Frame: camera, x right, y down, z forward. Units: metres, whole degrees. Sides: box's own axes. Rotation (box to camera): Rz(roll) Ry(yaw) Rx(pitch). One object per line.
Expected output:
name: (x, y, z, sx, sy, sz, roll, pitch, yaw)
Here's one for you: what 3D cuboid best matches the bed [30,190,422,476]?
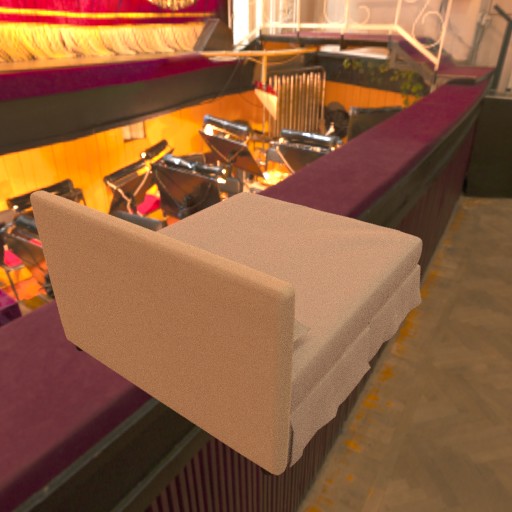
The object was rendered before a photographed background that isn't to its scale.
bed: (0.000, 0.000, 3.517, 2.119, 1.317, 2.341, 20, 34, 31)
